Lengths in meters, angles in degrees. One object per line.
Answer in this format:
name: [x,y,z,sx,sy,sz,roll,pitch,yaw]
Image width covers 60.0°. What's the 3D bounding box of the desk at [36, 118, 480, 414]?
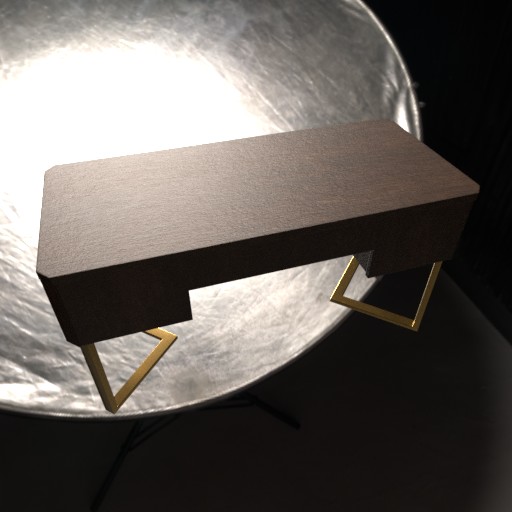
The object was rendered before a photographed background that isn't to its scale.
desk: [0.000,0.000,1.869,1.479,0.762,0.684,-12,42,-13]
